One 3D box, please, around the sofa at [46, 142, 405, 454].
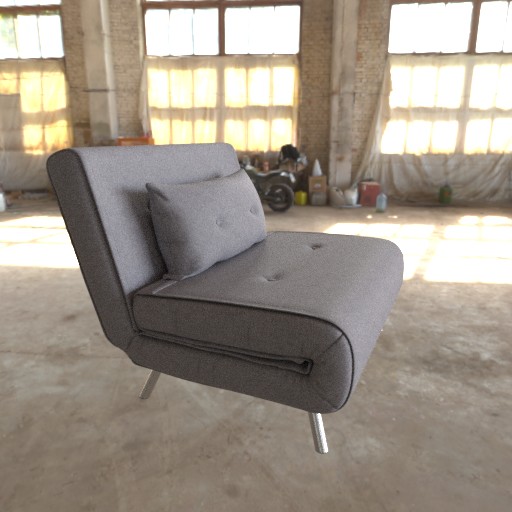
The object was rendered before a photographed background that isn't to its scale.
[{"bbox_3d":[0.000,0.000,1.705,1.000,0.825,1.020,7,17,24],"label":"sofa"}]
